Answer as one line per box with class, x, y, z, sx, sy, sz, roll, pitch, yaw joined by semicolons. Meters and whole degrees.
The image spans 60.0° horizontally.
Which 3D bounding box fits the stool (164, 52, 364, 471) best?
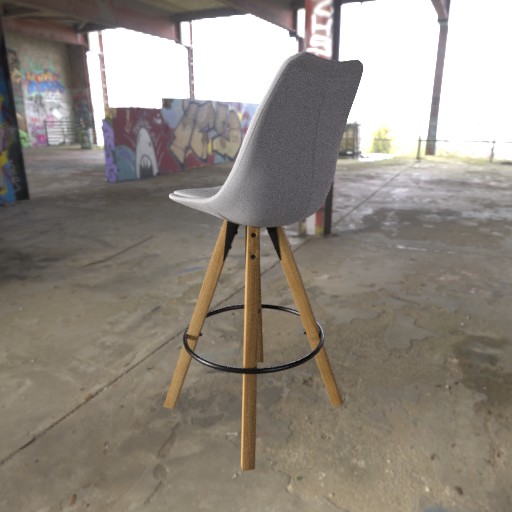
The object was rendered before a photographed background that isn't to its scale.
stool;0.000;0.000;1.399;0.484;1.115;0.550;-16;24;-41
